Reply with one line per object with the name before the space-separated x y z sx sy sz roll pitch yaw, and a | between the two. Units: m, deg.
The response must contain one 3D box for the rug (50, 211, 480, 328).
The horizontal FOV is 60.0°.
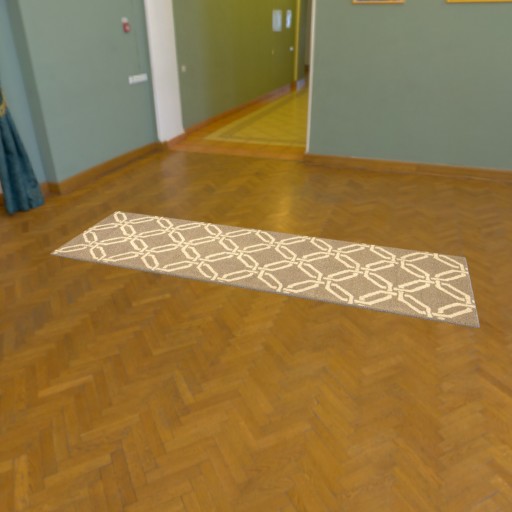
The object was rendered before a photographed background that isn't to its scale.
rug | 0.000 0.000 2.532 2.276 0.014 0.678 9 29 16
